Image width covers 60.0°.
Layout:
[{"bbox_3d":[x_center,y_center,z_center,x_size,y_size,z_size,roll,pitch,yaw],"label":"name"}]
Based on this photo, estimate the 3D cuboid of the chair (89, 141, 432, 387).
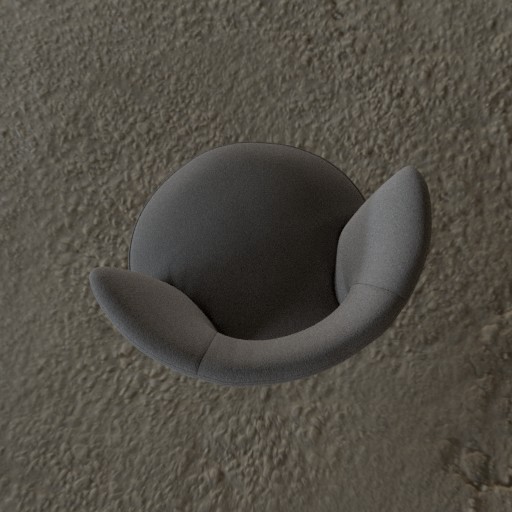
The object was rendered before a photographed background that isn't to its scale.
[{"bbox_3d":[0.000,0.000,1.203,0.689,0.719,0.660,-19,76,-5],"label":"chair"}]
